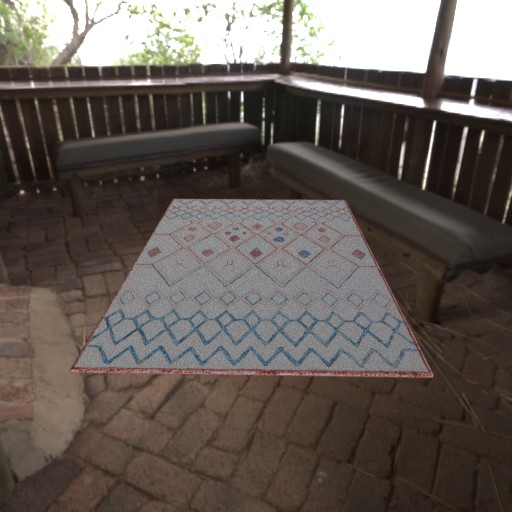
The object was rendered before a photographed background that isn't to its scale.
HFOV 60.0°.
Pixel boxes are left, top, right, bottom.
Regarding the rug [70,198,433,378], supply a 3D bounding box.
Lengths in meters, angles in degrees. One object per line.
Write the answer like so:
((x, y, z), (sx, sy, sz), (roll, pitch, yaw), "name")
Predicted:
((0.000, 0.000, 2.306), (1.219, 0.016, 1.829), (1, 26, 1), "rug")
